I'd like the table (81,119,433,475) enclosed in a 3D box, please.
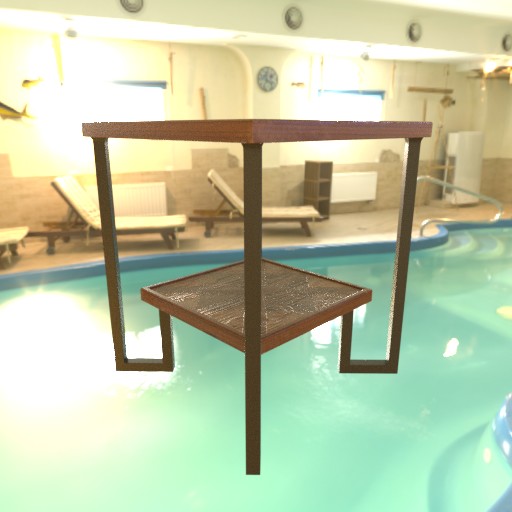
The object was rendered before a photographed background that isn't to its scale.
[{"bbox_3d":[0.000,0.000,0.972,0.503,0.563,0.503,-15,22,-42],"label":"table"}]
